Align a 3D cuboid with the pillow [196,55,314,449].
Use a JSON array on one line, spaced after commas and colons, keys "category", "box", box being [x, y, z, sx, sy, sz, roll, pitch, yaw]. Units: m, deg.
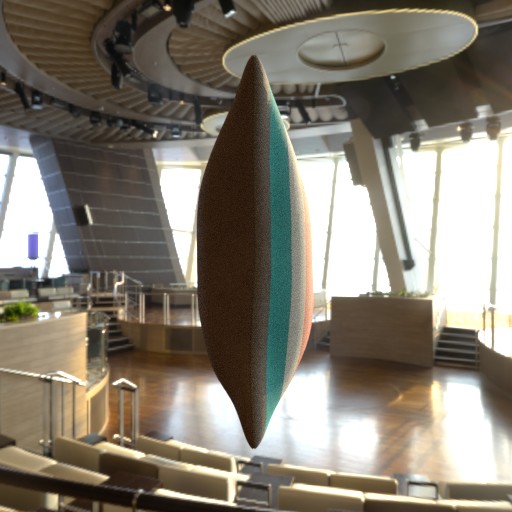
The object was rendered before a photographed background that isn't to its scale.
[{"category": "pillow", "box": [0.000, 0.000, 0.710, 0.168, 0.443, 0.453, 0, -1, 1]}]
